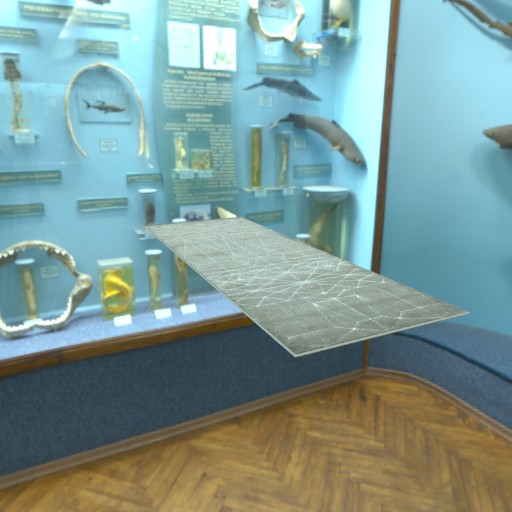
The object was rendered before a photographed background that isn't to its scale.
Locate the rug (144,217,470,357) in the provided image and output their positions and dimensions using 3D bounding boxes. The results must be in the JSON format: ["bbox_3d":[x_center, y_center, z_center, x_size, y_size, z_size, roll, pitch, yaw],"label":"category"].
[{"bbox_3d":[0.000,0.000,2.741,0.864,0.012,2.388,-8,18,-25],"label":"rug"}]
